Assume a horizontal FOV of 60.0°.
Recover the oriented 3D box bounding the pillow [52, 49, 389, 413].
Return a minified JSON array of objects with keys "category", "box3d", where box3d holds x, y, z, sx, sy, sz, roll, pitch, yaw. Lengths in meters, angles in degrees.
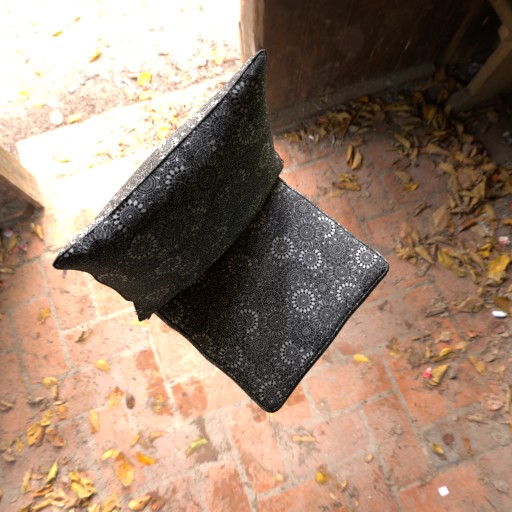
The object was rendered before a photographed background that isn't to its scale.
[{"category":"pillow","box3d":[0.000,0.000,1.382,0.740,0.722,0.798,39,79,9]}]
